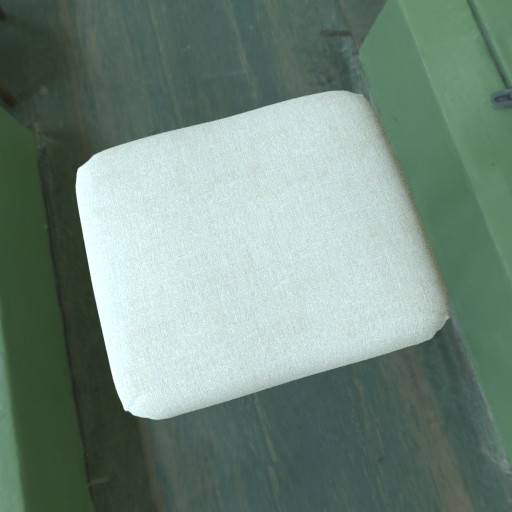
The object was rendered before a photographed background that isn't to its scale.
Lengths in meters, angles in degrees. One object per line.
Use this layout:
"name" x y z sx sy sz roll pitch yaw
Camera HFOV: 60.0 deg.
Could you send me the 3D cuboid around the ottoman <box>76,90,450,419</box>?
"ottoman" 0.000 0.000 1.122 0.747 0.450 0.622 -16 77 -4
